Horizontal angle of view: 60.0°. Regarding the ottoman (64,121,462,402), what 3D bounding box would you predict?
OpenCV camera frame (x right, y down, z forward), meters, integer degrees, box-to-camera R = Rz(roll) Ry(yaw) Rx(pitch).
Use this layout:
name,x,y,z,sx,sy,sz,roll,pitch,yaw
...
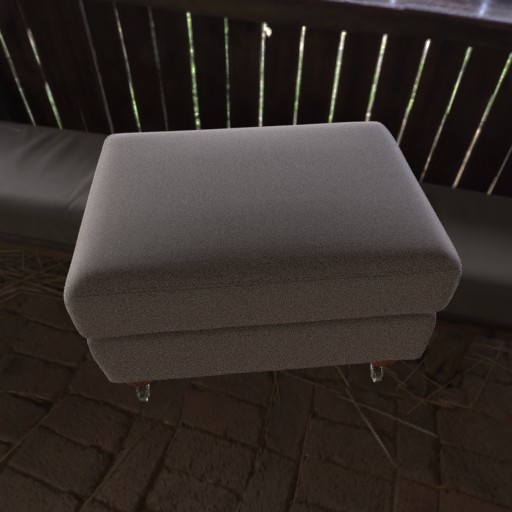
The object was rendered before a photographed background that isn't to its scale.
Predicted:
name,x,y,z,sx,sy,sz,roll,pitch,yaw
ottoman,0.000,0.000,1.140,0.773,0.497,0.574,-4,47,-4
